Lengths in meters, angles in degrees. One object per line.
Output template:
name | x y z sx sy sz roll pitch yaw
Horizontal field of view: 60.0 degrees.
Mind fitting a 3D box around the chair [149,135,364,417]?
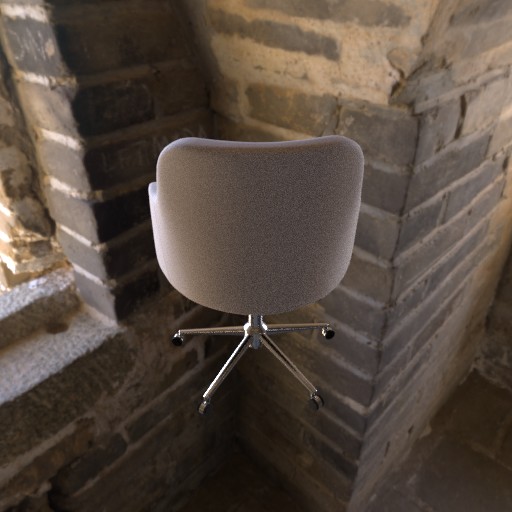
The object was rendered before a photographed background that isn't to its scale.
chair | 0.000 0.000 1.270 0.602 0.819 0.647 -2 30 -3
